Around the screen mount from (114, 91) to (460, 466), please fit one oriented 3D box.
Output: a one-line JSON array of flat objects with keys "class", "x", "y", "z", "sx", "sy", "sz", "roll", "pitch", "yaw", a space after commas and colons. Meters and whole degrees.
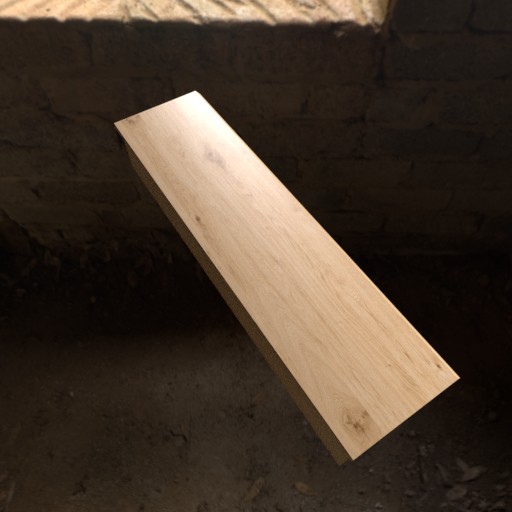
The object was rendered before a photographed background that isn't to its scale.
[{"class": "screen mount", "x": 0.000, "y": 0.000, "z": 1.898, "sx": 0.450, "sy": 0.430, "sz": 1.700, "roll": -29, "pitch": 62, "yaw": -17}]
